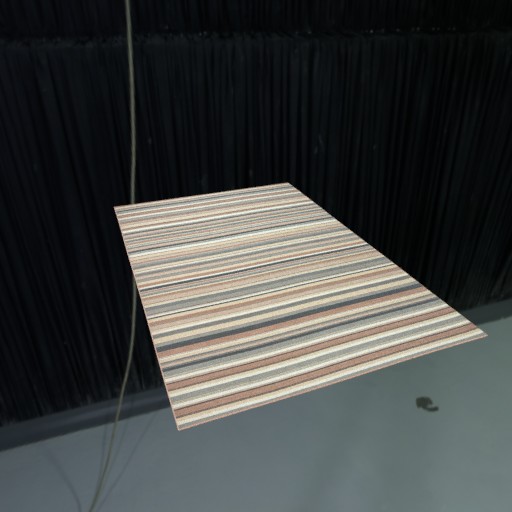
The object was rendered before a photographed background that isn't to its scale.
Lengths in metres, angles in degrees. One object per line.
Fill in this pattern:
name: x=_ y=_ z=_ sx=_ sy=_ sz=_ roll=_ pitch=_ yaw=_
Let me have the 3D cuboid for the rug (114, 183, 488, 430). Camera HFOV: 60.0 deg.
rug: x=0.000 y=0.000 z=2.268 sx=1.219 sy=0.008 sz=1.829 roll=-11 pitch=31 yaw=-19
